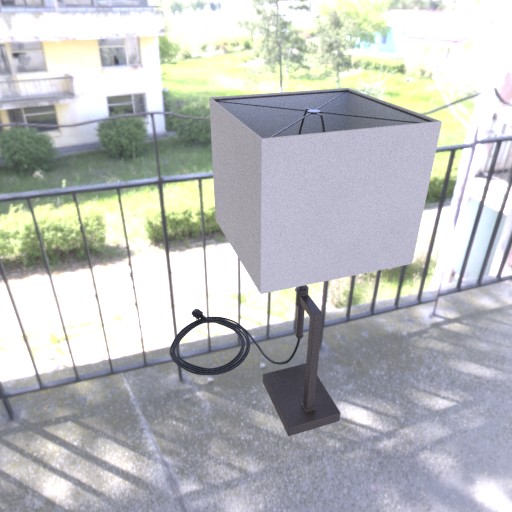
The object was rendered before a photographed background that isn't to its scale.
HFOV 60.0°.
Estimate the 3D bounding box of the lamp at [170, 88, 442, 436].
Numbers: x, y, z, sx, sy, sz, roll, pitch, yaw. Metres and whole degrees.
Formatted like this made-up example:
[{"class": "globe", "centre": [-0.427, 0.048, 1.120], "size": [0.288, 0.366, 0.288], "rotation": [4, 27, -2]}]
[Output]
[{"class": "lamp", "centre": [0.000, 0.000, 0.960], "size": [0.399, 0.660, 0.504], "rotation": [-10, 32, -16]}]
